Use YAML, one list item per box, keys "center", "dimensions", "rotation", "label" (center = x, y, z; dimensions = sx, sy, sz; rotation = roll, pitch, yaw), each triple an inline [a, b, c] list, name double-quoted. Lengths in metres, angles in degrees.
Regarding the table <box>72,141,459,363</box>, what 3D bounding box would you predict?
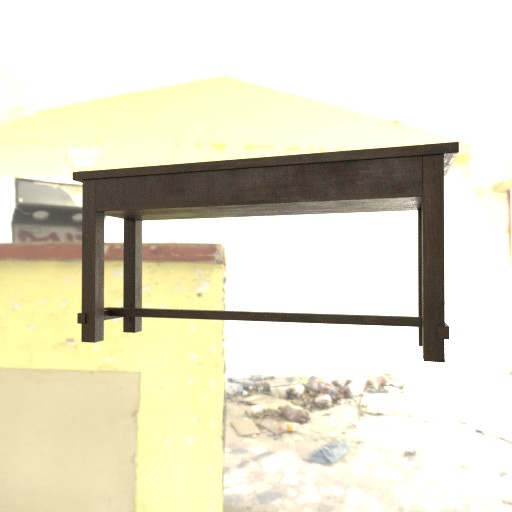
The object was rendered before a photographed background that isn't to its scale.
- center: [0.000, 0.000, 1.957]
  dimensions: [1.599, 0.762, 0.442]
  rotation: [-1, -2, 17]
  label: "table"
